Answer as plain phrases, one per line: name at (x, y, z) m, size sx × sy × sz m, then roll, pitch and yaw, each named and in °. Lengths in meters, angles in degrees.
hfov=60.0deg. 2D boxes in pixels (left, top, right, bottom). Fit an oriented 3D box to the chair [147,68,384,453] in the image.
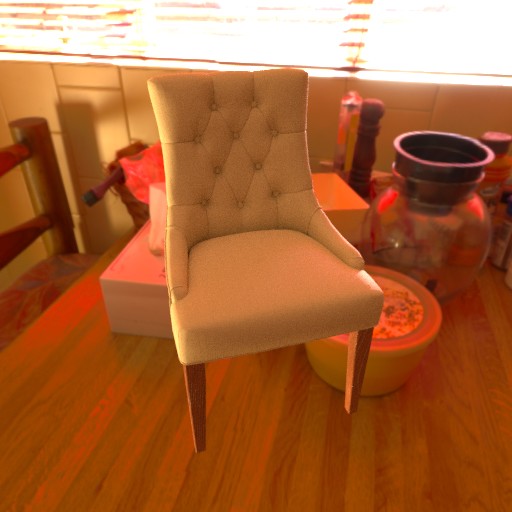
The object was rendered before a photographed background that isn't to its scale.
chair at (0.000, 0.000, 1.211) m, size 0.509 × 0.874 × 0.565 m, roll -9°, pitch 33°, yaw -14°
